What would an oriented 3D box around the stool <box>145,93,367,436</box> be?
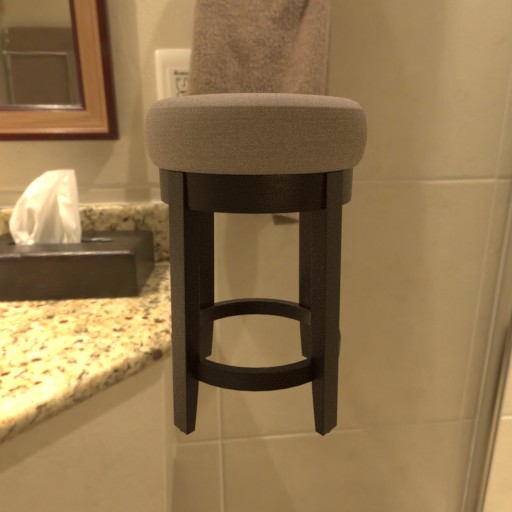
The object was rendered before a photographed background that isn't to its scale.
[{"bbox_3d":[0.000,0.000,0.979,0.443,0.672,0.443,0,16,0],"label":"stool"}]
